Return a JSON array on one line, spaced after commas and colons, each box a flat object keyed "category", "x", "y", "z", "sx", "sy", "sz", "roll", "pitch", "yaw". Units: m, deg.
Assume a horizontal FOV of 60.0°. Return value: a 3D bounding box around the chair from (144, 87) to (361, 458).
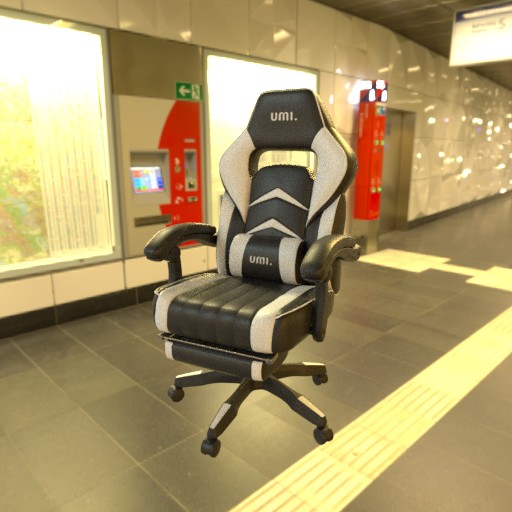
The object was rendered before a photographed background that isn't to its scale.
[{"category": "chair", "x": 0.000, "y": 0.000, "z": 1.594, "sx": 0.676, "sy": 1.200, "sz": 0.700, "roll": 6, "pitch": 15, "yaw": 26}]
